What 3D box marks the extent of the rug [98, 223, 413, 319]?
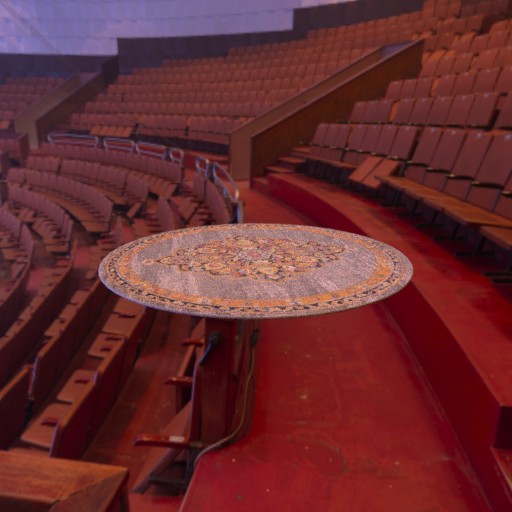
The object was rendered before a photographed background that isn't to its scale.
[{"bbox_3d":[0.000,0.000,3.539,2.382,0.014,2.382,0,17,0],"label":"rug"}]
